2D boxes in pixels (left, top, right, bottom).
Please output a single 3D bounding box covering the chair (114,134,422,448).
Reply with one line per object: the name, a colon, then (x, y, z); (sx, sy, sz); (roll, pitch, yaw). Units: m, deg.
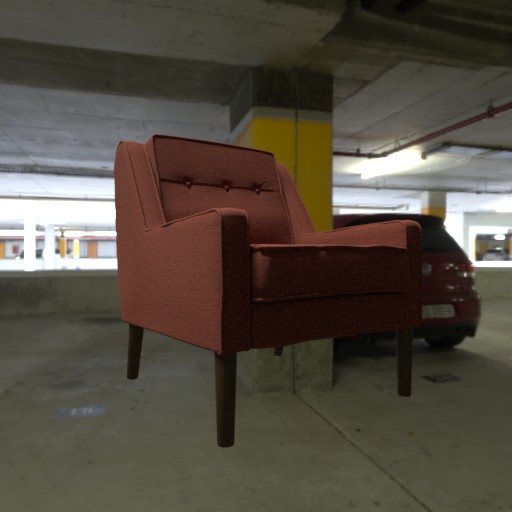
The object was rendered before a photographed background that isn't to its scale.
chair: (0.000, 0.000, 1.374); (0.680, 0.812, 0.770); (0, 0, -34)
